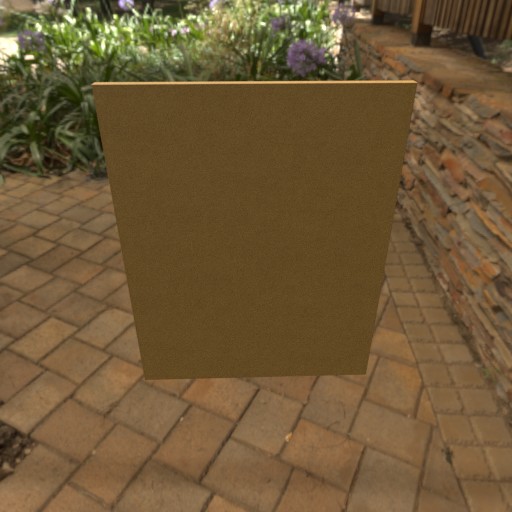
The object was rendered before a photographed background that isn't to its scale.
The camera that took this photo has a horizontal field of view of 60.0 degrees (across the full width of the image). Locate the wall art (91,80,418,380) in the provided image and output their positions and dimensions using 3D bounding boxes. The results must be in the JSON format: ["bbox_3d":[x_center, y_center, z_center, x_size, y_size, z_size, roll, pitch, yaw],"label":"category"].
[{"bbox_3d":[0.000,0.000,1.355,0.798,1.002,0.030,-1,31,-2],"label":"wall art"}]
